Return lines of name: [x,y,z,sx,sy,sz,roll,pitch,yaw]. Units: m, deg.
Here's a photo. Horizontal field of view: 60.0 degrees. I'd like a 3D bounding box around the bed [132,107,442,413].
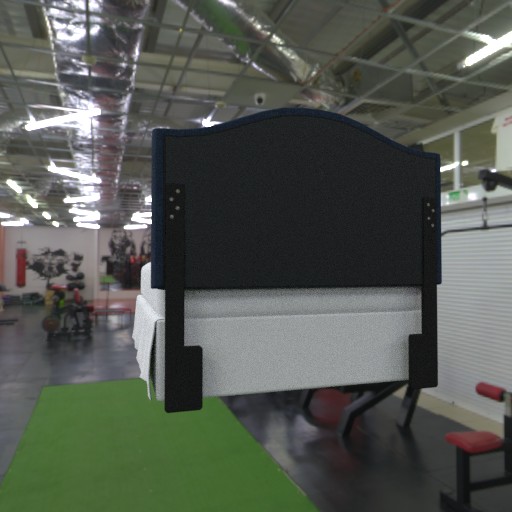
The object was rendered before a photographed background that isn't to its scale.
bed: [0.000,0.000,3.325,1.725,1.518,2.153,0,-1,-17]
